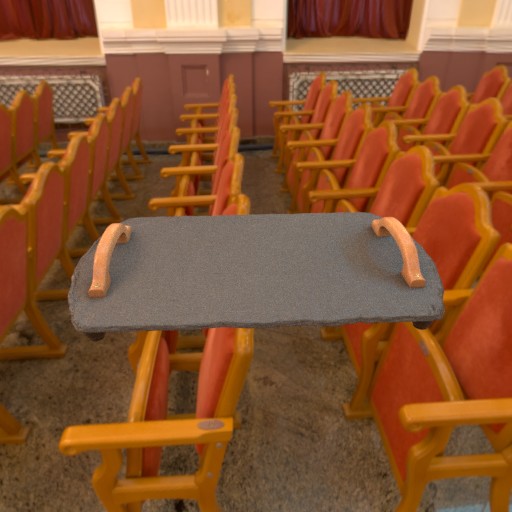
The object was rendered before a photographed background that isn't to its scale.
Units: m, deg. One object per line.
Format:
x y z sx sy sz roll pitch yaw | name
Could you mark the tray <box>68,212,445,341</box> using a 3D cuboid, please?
0.000 0.000 0.484 0.387 0.062 0.231 -2 30 -3 | tray
